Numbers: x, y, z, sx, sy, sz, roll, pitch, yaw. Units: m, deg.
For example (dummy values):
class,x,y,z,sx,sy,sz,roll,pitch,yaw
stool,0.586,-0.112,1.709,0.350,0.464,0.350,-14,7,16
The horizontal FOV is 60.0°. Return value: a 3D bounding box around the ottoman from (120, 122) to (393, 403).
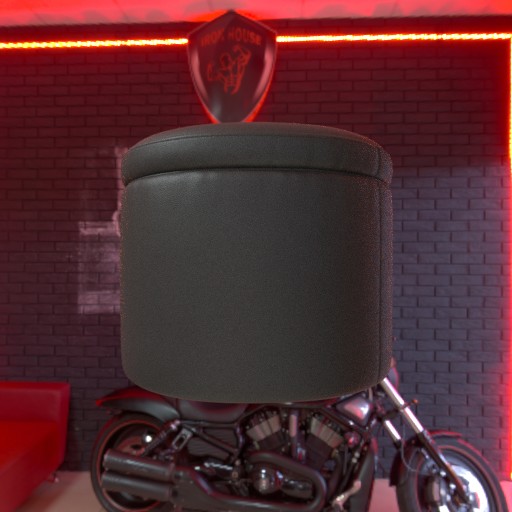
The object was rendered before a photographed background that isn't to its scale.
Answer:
class,x,y,z,sx,sy,sz,roll,pitch,yaw
ottoman,0.000,0.000,0.847,0.500,0.409,0.500,0,0,0
